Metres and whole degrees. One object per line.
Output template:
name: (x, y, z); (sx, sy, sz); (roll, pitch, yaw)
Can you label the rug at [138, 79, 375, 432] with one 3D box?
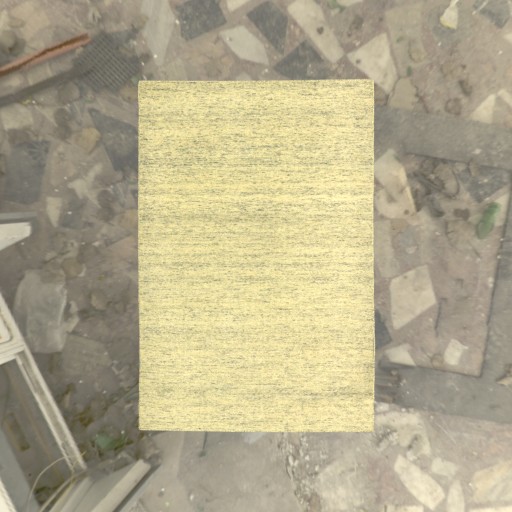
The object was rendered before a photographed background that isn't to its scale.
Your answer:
rug: (0.000, 0.000, 2.853); (1.523, 0.017, 2.263); (0, 90, 1)
